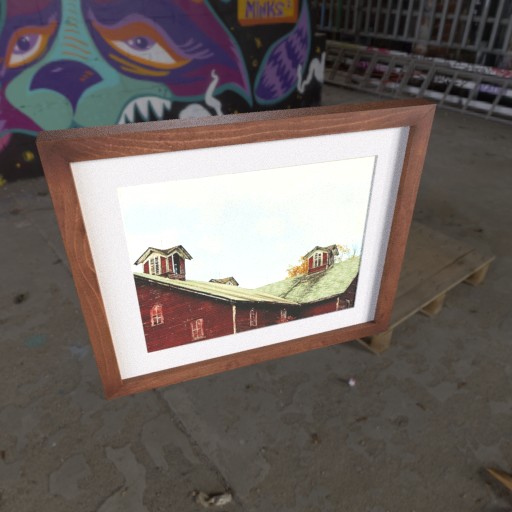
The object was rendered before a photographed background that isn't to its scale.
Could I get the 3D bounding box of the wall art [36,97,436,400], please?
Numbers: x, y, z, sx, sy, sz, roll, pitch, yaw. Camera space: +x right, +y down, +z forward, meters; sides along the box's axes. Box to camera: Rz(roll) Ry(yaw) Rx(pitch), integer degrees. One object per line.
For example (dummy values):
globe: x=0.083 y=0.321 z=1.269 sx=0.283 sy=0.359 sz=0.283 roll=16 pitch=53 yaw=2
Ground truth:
wall art: x=0.000 y=0.000 z=0.527 sx=0.401 sy=0.328 sz=0.030 roll=-10 pitch=34 yaw=-15
